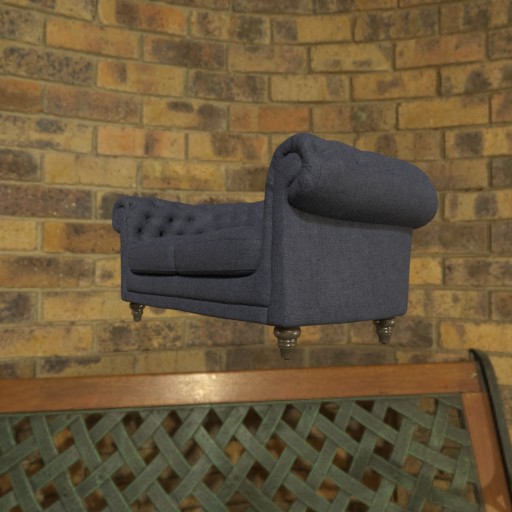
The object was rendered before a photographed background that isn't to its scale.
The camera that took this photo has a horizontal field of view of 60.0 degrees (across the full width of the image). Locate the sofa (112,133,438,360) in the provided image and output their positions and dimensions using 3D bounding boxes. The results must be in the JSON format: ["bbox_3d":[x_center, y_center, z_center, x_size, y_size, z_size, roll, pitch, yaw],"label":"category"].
[{"bbox_3d":[0.000,0.000,2.540,1.082,0.833,1.988,1,-2,-37],"label":"sofa"}]
